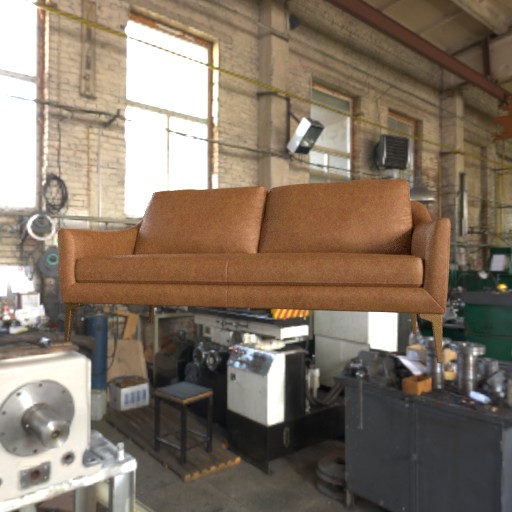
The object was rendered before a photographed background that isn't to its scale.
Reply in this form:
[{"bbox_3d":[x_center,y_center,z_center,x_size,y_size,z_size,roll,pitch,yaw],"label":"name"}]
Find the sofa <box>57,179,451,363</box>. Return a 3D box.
[{"bbox_3d":[0.000,0.000,2.616,2.036,0.945,0.981,0,-1,17],"label":"sofa"}]
